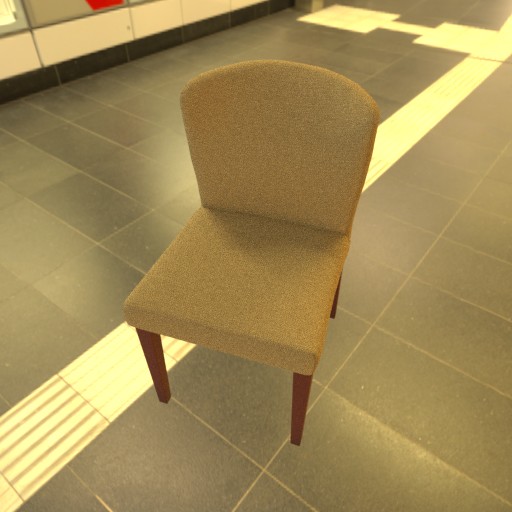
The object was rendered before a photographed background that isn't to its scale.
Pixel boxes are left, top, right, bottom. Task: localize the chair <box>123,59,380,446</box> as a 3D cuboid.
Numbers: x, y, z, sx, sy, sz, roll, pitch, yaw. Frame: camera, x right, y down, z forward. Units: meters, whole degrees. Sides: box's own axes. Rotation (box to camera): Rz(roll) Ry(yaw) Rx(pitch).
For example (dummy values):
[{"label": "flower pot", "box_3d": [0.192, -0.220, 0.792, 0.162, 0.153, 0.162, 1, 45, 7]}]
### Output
[{"label": "chair", "box_3d": [0.000, 0.000, 1.192, 0.491, 0.839, 0.589, 12, 43, 14]}]
